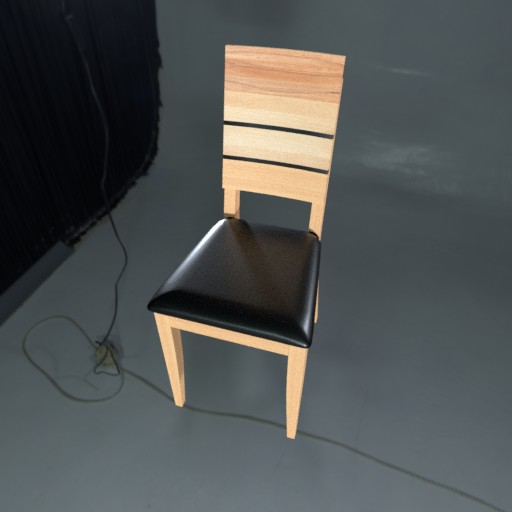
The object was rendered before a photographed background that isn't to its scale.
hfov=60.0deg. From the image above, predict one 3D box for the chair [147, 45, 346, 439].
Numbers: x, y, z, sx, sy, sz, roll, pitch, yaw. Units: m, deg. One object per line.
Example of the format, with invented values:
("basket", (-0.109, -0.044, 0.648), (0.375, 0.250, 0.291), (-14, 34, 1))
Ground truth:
("chair", (0.000, 0.000, 1.219), (0.410, 0.940, 0.520), (11, 43, 12))
